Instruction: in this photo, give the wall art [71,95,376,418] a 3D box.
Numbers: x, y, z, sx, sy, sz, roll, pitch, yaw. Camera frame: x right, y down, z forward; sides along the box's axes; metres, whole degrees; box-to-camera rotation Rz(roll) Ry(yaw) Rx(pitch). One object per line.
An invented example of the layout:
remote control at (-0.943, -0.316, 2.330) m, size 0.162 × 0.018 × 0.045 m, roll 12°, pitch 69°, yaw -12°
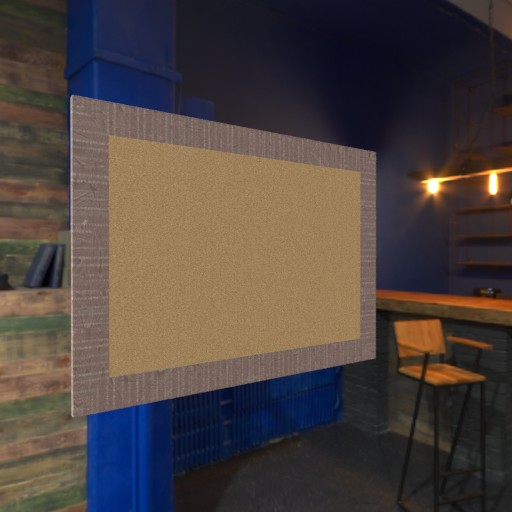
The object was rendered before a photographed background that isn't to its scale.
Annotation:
wall art at (0.000, 0.000, 1.347) m, size 1.056 × 0.761 × 0.020 m, roll 0°, pitch 0°, yaw -34°
